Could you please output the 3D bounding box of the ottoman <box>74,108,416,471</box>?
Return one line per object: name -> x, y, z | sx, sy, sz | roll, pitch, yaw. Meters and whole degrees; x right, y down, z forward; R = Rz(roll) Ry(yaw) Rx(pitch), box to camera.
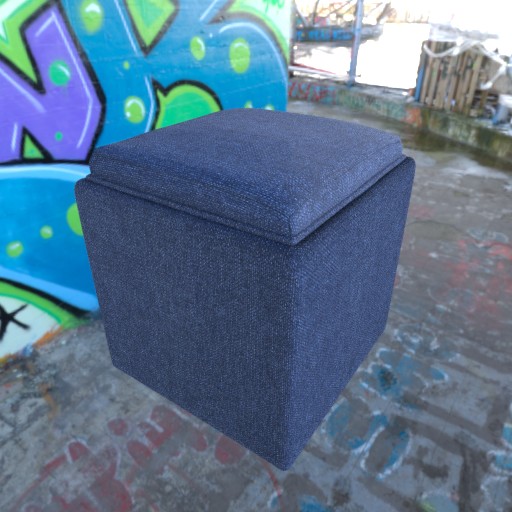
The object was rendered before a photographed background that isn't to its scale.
ottoman -> 0.000, 0.000, 0.871 | 0.436, 0.493, 0.454 | 19, 36, 29
